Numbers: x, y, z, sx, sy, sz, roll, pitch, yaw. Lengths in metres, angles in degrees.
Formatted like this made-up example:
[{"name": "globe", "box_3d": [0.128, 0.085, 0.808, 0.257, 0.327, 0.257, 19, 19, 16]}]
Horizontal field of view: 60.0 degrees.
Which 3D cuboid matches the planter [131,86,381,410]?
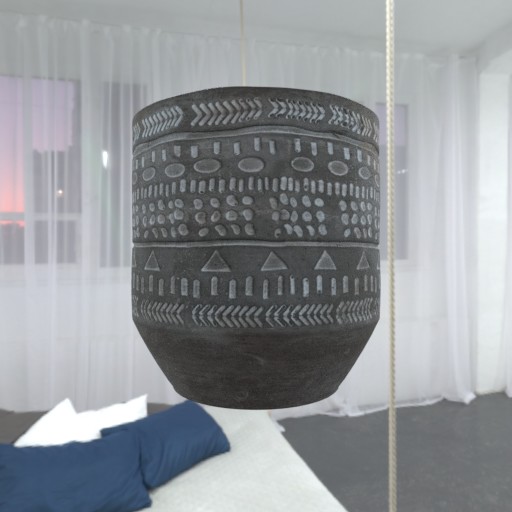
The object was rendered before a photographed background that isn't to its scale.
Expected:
[{"name": "planter", "box_3d": [0.000, 0.000, 0.262, 0.142, 0.149, 0.142, 0, 0, 0]}]
